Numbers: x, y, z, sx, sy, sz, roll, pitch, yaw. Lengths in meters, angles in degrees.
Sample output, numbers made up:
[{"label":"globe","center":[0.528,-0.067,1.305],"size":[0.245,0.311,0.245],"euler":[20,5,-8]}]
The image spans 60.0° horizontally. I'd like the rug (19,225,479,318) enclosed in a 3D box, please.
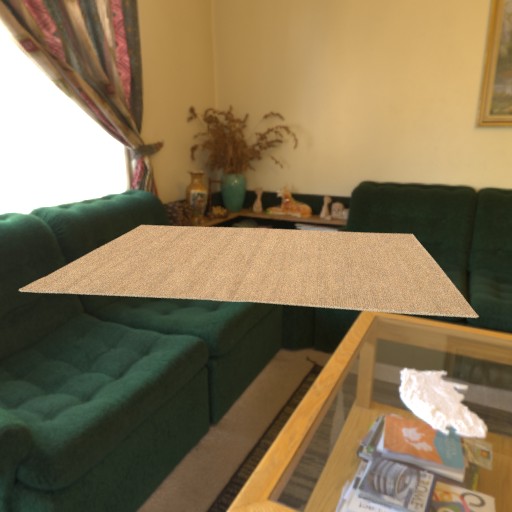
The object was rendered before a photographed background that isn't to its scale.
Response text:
[{"label":"rug","center":[0.000,0.000,2.899],"size":[2.264,0.030,1.624],"euler":[2,16,9]}]
